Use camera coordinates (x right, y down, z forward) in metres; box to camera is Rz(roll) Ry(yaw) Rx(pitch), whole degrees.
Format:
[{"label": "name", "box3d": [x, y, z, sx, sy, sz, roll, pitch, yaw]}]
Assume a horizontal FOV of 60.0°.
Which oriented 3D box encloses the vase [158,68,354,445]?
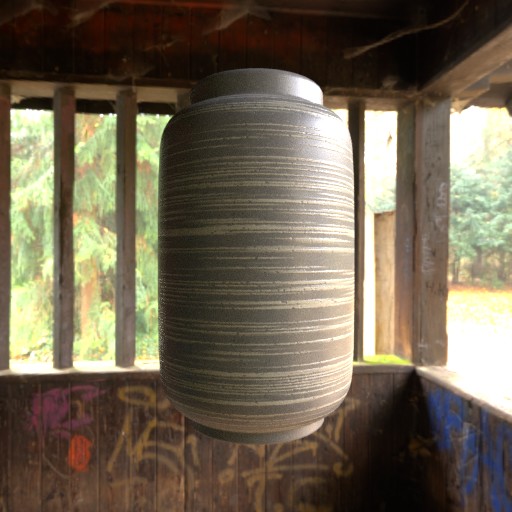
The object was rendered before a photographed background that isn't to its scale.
[{"label": "vase", "box3d": [0.000, 0.000, 0.685, 0.297, 0.499, 0.297, 0, 0, 0]}]
